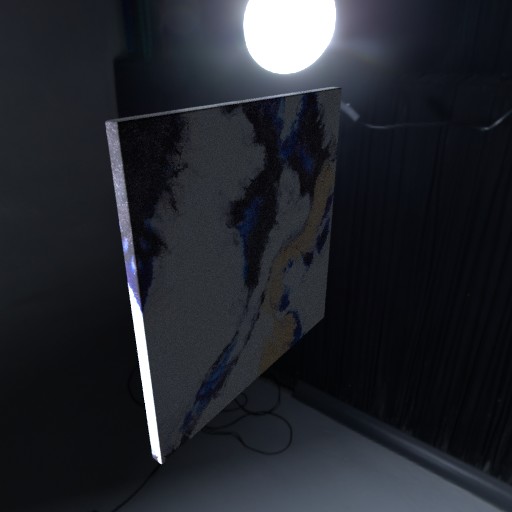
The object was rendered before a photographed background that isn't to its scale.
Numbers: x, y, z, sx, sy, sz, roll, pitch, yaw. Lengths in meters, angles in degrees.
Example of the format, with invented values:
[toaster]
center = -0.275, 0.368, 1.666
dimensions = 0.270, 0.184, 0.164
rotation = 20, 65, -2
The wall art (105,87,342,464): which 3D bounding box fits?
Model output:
[wall art]
center = 0.000, 0.000, 1.321
dimensions = 0.038, 0.885, 0.887
rotation = 18, 31, 33
